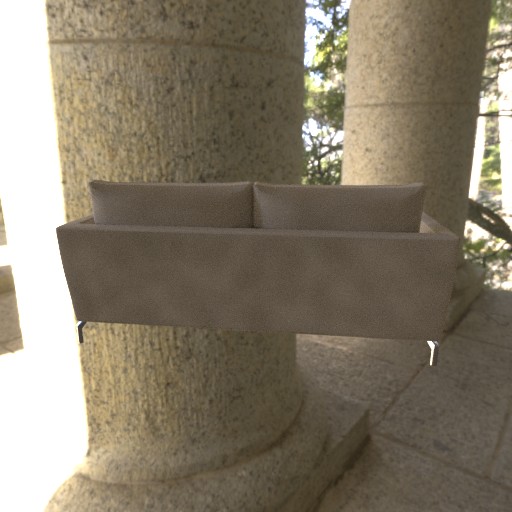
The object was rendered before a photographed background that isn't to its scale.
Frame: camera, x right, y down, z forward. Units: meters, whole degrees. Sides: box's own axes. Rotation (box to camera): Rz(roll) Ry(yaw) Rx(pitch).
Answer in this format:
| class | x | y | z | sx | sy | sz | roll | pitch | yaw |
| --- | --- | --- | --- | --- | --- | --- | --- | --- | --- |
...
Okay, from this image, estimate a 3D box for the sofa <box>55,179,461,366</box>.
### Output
| class | x | y | z | sx | sy | sz | roll | pitch | yaw |
| --- | --- | --- | --- | --- | --- | --- | --- | --- | --- |
| sofa | 0.000 | 0.000 | 2.841 | 2.214 | 1.005 | 0.868 | 2 | 15 | 7 |
